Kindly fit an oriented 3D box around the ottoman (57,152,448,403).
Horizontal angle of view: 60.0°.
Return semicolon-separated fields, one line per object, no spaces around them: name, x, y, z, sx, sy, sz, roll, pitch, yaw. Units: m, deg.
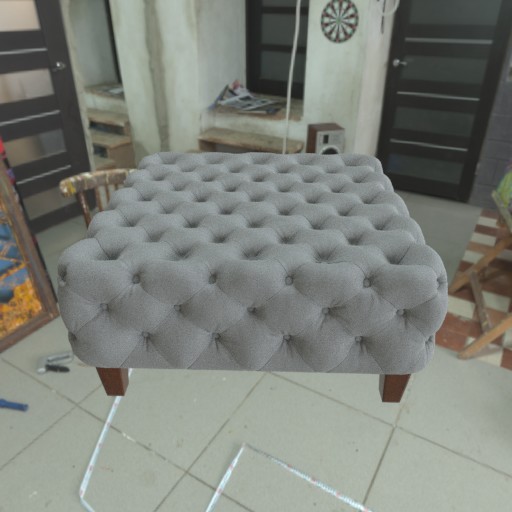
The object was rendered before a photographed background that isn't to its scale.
ottoman;0.000;0.000;1.418;0.911;0.439;0.917;1;30;2
